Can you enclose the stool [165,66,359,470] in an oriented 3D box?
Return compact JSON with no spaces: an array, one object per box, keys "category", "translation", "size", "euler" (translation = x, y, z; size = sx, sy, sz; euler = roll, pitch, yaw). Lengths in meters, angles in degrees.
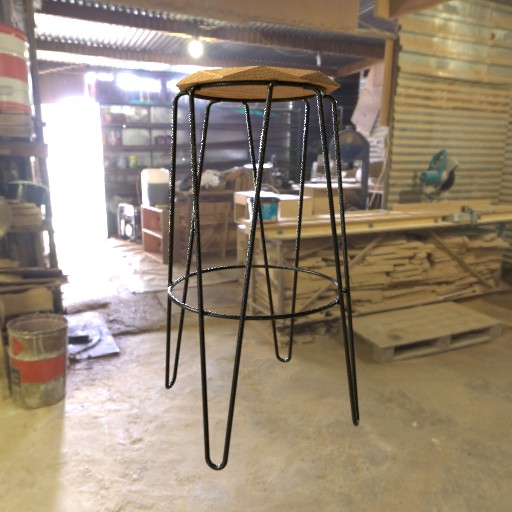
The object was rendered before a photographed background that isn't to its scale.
[{"category":"stool","translation":[0.000,0.000,0.819],"size":[0.326,0.610,0.326],"euler":[-6,14,-24]}]
